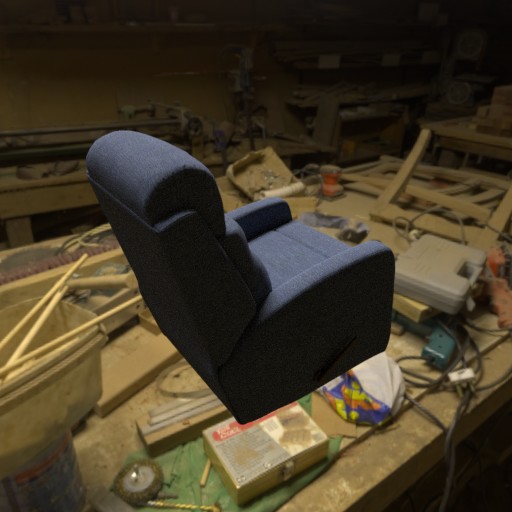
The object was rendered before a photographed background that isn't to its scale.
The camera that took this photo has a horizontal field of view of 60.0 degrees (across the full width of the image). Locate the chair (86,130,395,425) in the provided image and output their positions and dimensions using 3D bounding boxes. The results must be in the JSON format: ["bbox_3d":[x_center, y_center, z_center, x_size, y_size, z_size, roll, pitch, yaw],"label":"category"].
[{"bbox_3d":[0.000,0.000,1.768,1.043,1.013,0.798,-18,32,-31],"label":"chair"}]
